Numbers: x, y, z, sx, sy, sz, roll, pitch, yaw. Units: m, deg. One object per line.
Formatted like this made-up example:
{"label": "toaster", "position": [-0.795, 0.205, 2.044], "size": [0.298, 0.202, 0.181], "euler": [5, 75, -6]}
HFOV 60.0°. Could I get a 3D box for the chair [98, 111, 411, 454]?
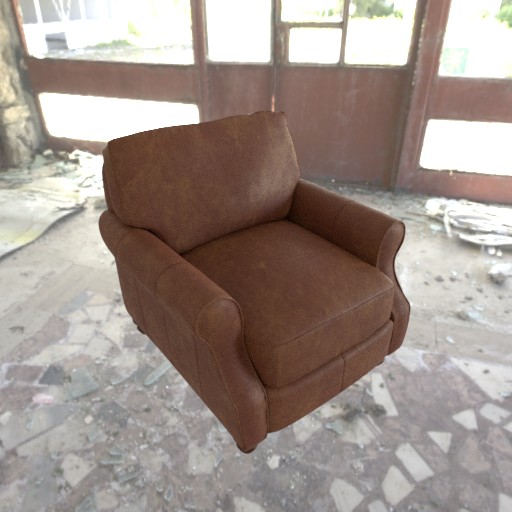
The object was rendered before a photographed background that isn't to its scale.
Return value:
{"label": "chair", "position": [0.000, 0.000, 1.766], "size": [0.983, 0.962, 0.986], "euler": [-21, 36, -32]}
